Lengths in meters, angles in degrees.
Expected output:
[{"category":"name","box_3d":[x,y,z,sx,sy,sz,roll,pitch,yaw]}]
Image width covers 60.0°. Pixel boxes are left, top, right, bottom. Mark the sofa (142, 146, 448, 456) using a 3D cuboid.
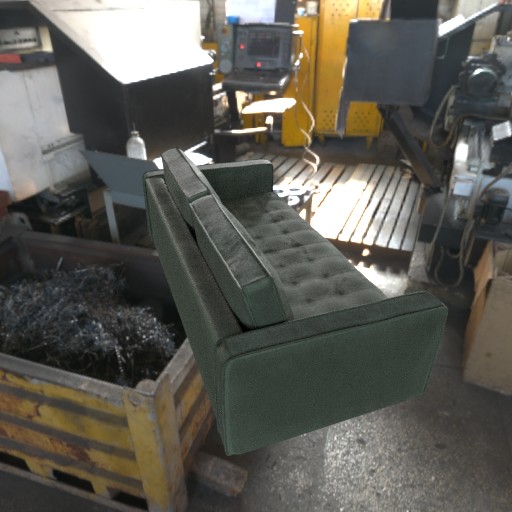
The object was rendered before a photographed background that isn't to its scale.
[{"category":"sofa","box_3d":[0.000,0.000,2.288,0.886,0.781,1.816,-11,32,-17]}]
